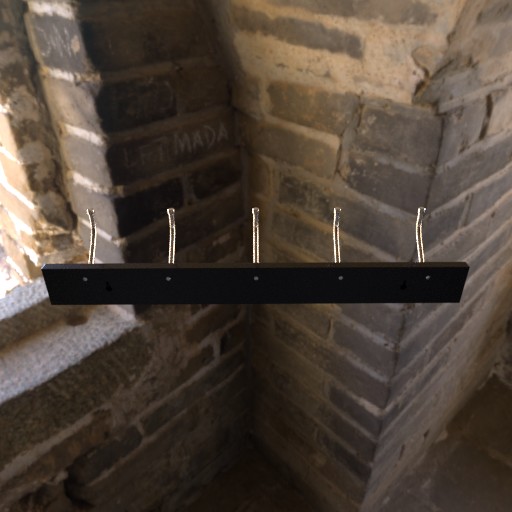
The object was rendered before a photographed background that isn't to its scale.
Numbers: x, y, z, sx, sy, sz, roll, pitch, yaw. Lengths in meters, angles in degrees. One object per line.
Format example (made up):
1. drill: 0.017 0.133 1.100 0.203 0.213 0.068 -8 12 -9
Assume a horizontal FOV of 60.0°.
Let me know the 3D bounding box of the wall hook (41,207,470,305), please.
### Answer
1. wall hook: 0.000 0.000 0.622 0.571 0.117 0.071 0 30 0
